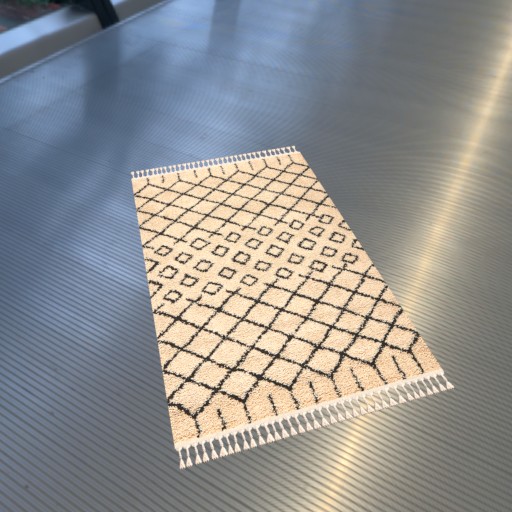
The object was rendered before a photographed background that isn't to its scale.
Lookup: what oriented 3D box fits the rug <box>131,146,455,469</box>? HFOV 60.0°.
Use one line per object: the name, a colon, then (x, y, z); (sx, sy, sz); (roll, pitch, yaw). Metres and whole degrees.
rug: (0.000, 0.000, 2.461); (1.196, 0.008, 2.006); (-12, 47, -11)
